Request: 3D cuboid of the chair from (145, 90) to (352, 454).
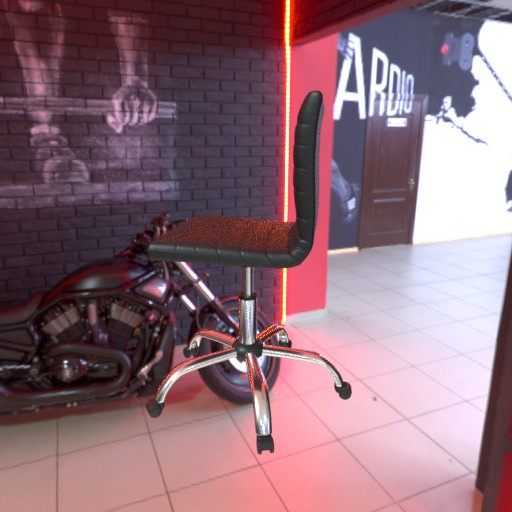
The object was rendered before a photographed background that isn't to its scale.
[{"bbox_3d":[0.000,0.000,1.157,0.530,0.780,0.556,2,15,9],"label":"chair"}]
